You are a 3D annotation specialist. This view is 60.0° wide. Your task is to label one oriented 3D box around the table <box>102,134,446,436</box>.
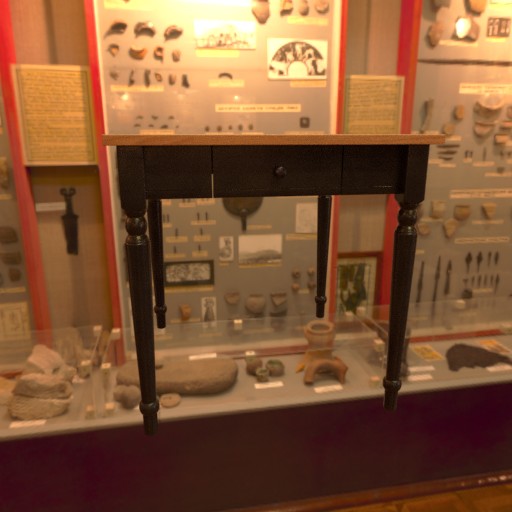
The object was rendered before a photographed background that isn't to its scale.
[{"bbox_3d":[0.000,0.000,1.395,0.747,0.738,0.747,-2,16,-9],"label":"table"}]
